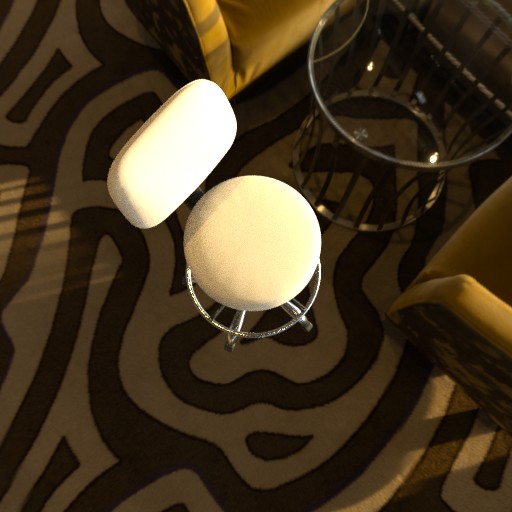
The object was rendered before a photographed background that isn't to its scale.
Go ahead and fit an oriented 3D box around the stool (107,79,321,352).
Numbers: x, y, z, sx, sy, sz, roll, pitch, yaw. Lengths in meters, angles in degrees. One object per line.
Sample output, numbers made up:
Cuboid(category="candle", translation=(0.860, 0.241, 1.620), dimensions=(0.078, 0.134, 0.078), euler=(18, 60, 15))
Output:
Cuboid(category="stool", translation=(0.000, 0.000, 1.487), dimensions=(0.616, 1.080, 0.609), euler=(38, 78, 9))
